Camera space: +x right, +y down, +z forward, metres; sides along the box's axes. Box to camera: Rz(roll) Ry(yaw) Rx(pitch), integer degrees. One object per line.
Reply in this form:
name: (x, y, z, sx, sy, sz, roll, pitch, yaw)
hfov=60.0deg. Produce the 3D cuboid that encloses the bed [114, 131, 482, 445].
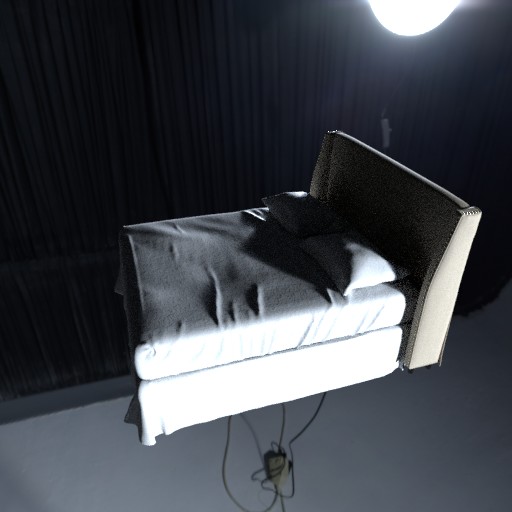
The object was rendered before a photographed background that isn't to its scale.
bed: (0.000, 0.000, 3.463, 2.276, 1.332, 1.925, -9, 32, -15)
